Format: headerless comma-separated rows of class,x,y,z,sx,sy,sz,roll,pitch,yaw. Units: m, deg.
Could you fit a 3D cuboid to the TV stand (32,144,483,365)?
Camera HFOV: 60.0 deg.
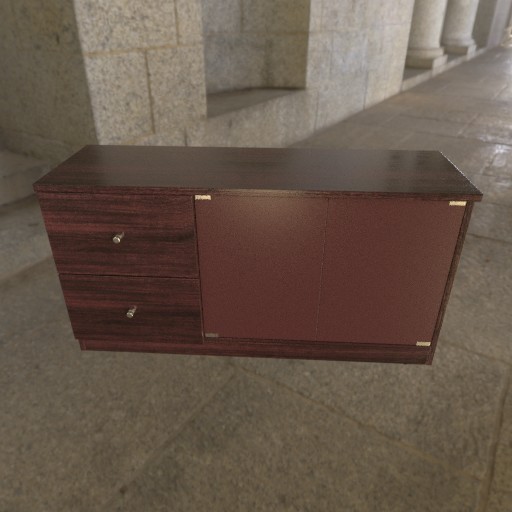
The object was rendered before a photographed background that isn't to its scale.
TV stand,0.000,0.000,1.478,1.192,0.614,0.404,2,30,3
